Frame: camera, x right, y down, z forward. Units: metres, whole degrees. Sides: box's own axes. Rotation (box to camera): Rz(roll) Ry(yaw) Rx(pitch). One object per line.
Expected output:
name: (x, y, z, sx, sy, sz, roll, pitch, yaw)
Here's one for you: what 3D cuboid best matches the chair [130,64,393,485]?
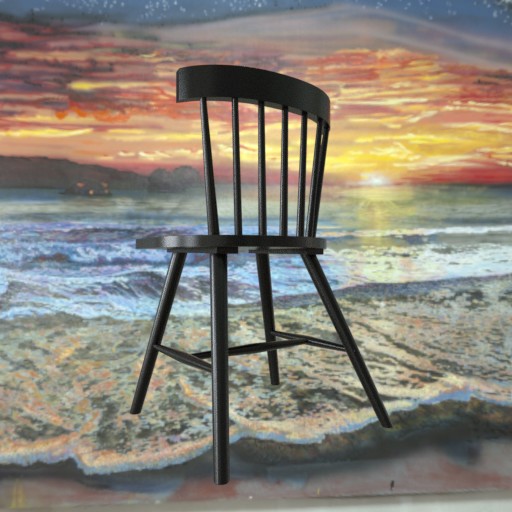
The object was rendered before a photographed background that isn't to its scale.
chair: (0.000, 0.000, 1.150, 0.506, 0.844, 0.483, 0, -1, -35)
